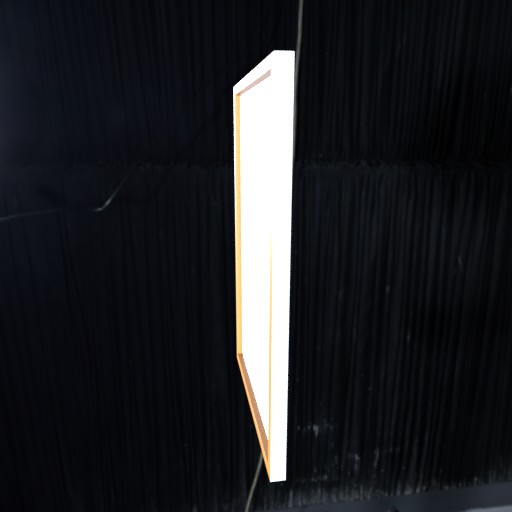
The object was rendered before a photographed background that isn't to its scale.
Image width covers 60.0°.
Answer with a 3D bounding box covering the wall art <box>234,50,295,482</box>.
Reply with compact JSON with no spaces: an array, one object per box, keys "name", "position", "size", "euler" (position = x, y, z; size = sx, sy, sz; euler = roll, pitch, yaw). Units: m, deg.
[{"name":"wall art","position":[0.000,0.000,0.793],"size":[0.025,0.608,0.405],"euler":[-3,15,-9]}]
